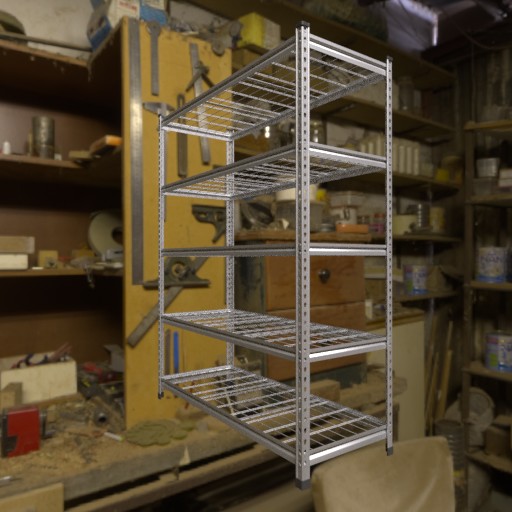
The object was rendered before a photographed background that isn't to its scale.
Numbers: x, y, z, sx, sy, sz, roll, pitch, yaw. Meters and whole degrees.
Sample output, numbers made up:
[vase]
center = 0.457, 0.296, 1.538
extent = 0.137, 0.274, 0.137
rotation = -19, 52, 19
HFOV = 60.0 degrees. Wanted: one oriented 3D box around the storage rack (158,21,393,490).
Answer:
[storage rack]
center = 0.000, 0.000, 2.662
extent = 0.610, 1.981, 1.524
rotation = 0, 0, -36
